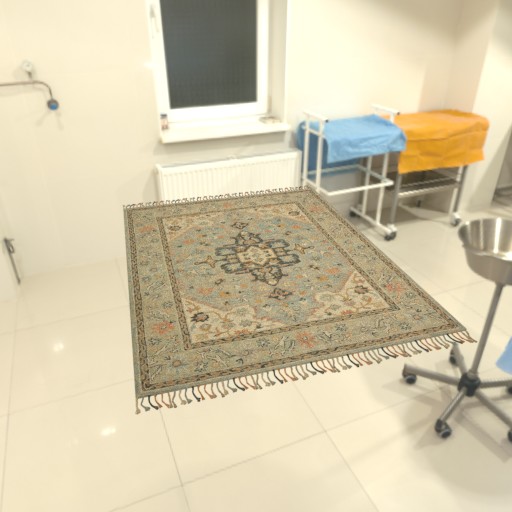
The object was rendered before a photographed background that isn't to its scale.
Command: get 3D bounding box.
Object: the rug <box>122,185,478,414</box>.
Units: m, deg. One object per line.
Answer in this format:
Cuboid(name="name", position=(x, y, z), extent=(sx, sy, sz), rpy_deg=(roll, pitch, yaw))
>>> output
Cuboid(name="rug", position=(0.000, 0.000, 2.255), extent=(1.278, 0.009, 1.730), rpy_deg=(-8, 31, -14))
